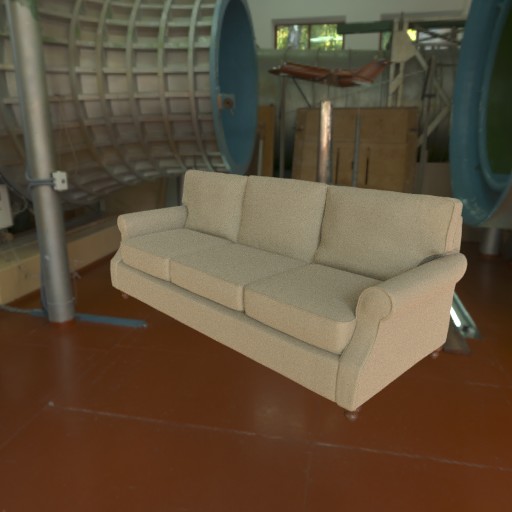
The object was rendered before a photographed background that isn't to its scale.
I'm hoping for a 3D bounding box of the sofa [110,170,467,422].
[{"bbox_3d":[0.000,0.000,2.835,0.966,0.948,2.354,-15,22,-42],"label":"sofa"}]
